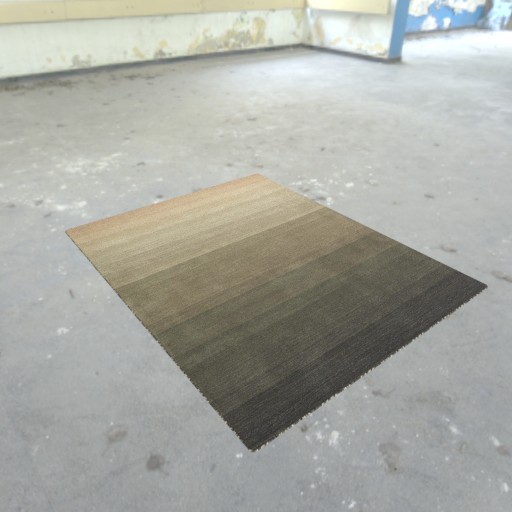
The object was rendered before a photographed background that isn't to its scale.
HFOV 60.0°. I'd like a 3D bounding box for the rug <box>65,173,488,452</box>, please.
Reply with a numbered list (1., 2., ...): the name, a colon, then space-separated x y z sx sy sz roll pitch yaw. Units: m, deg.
1. rug: 0.000 0.000 3.783 2.305 0.017 2.902 -23 39 -31
